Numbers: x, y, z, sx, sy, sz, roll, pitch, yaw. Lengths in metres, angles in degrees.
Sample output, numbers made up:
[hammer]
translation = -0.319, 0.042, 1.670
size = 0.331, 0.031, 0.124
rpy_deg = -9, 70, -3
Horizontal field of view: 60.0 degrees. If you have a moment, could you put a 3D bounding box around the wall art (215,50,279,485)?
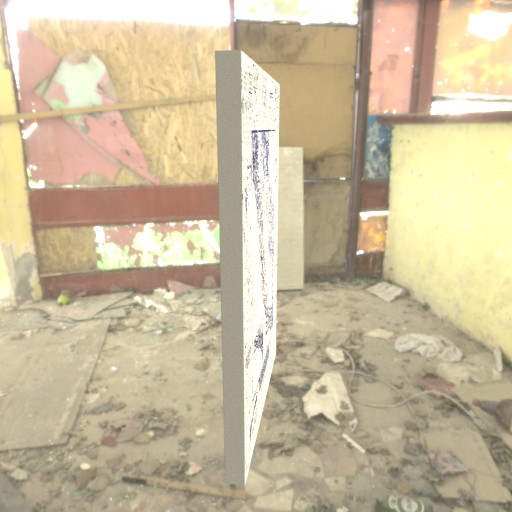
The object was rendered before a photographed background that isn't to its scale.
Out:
[wall art]
translation = 0.000, 0.000, 0.976
size = 0.039, 0.753, 0.511
rpy_deg = 2, 16, 9
